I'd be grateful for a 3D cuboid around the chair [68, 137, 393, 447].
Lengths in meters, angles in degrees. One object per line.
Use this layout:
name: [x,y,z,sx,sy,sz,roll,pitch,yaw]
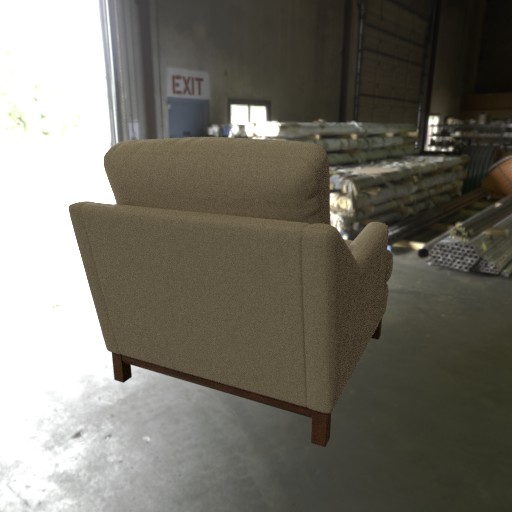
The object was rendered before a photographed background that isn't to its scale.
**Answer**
chair: [0.000,0.000,1.741,0.912,0.916,1.001,8,18,25]
